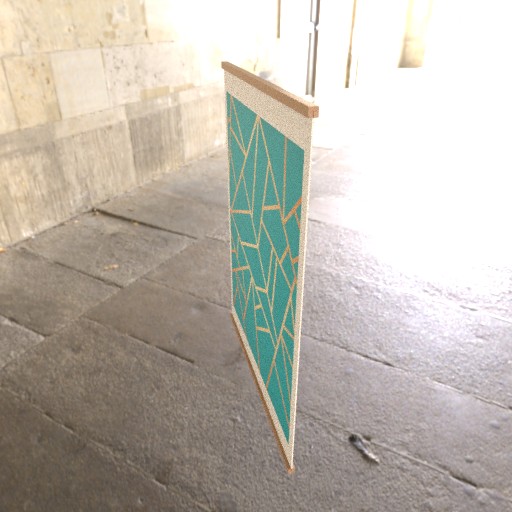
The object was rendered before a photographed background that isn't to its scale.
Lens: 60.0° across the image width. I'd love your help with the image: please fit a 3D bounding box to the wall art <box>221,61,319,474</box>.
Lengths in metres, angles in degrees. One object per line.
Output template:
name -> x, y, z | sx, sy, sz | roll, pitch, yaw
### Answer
wall art -> 0.000, 0.000, 0.806 | 0.012, 0.608, 0.459 | -8, 30, -13
